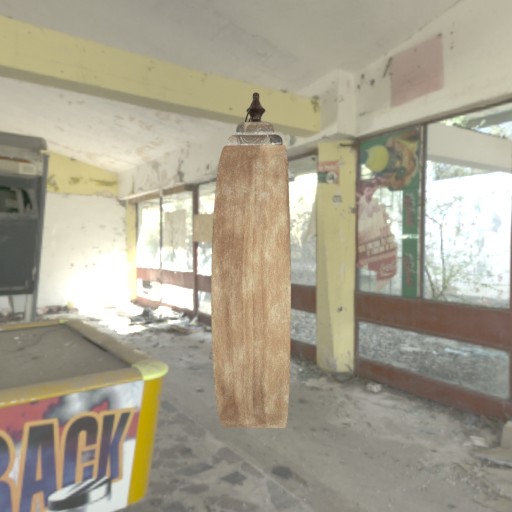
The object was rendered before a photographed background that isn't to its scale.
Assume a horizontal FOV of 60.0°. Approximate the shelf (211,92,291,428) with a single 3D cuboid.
[{"bbox_3d":[0.000,0.000,0.992,0.125,0.725,0.601,0,1,2],"label":"shelf"}]
